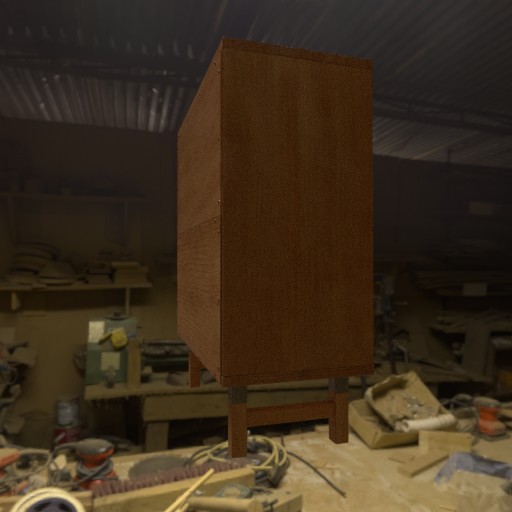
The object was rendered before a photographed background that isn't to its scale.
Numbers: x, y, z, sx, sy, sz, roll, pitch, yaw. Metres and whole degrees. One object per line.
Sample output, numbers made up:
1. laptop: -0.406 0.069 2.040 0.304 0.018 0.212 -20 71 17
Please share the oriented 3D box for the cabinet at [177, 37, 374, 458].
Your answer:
1. cabinet: 0.000 0.000 1.459 0.419 1.001 0.800 0 -1 -17
